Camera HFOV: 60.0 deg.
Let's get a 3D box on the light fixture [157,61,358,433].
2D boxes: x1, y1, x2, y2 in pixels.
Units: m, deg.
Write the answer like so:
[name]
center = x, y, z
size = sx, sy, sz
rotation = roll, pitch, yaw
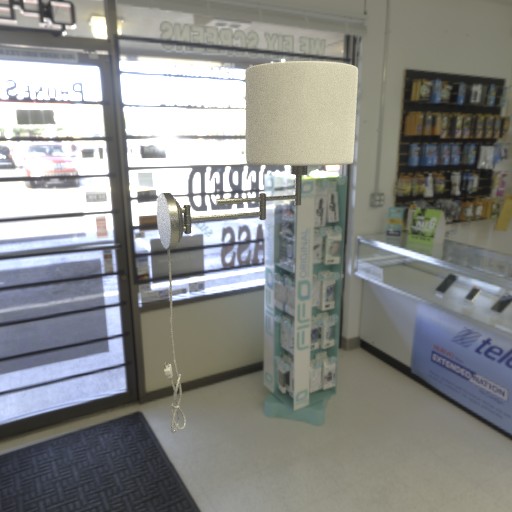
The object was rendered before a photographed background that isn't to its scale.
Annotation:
[light fixture]
center = 0.000, 0.000, 1.062
size = 0.479, 0.842, 0.253
rotation = -7, 16, -25
